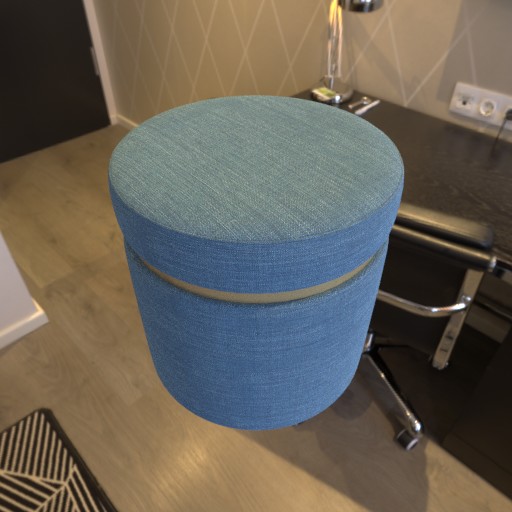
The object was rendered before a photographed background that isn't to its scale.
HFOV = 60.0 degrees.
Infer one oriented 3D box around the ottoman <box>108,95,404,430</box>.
[{"bbox_3d":[0.000,0.000,0.723,0.398,0.406,0.398,0,41,0],"label":"ottoman"}]
